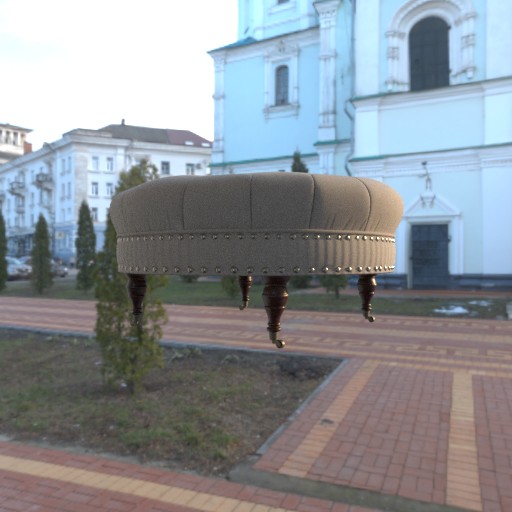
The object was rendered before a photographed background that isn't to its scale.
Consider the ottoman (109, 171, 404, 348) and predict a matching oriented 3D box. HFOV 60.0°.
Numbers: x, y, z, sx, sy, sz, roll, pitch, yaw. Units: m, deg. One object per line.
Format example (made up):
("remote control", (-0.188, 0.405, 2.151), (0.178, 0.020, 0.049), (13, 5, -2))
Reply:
("ottoman", (0.000, 0.000, 1.420), (0.901, 0.439, 0.901), (0, 0, 0))
